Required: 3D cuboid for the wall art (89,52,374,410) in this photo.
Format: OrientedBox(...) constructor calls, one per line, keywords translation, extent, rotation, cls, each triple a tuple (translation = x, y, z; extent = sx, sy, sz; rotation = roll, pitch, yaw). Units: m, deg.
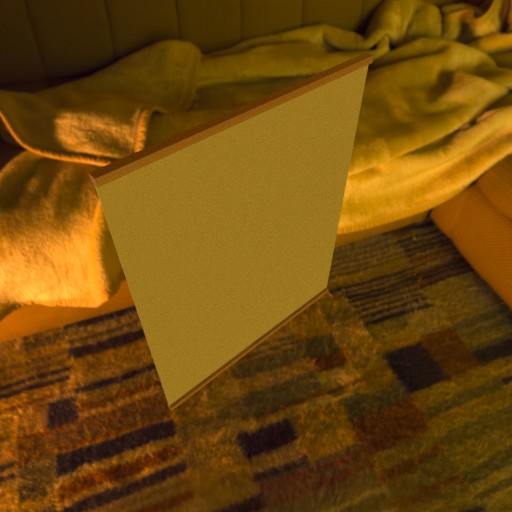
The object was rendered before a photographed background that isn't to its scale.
OrientedBox(translation=(0.000, 0.000, 0.688), extent=(0.405, 0.508, 0.012), rotation=(-33, 55, -26), cls="wall art")
